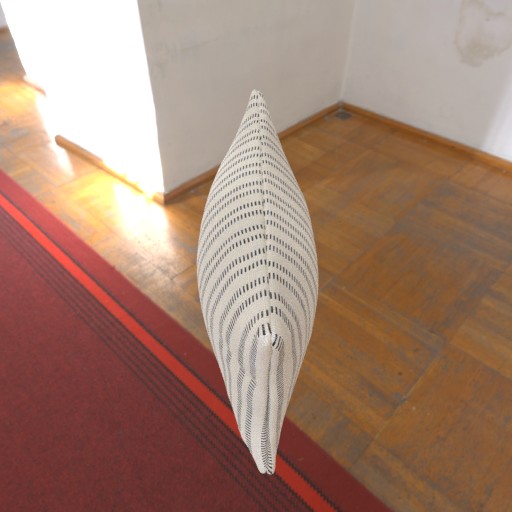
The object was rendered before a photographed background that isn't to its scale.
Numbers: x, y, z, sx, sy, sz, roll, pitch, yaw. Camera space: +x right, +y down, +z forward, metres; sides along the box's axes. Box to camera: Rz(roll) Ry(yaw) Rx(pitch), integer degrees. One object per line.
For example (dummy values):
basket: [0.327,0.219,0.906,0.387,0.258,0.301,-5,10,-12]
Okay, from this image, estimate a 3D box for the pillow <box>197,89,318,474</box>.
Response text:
pillow: [0.000,0.000,0.806,0.210,0.353,0.640,-1,44,-1]
